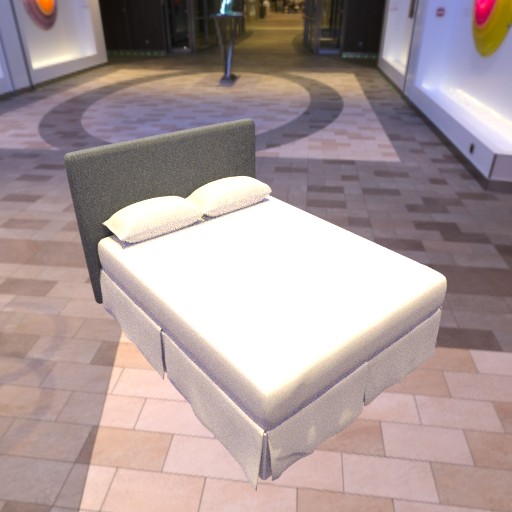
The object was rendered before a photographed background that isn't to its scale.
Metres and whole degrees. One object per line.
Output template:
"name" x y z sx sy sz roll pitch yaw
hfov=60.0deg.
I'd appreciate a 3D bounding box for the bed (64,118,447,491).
"bed" 0.000 0.000 3.123 1.723 1.330 2.142 -23 37 -33
